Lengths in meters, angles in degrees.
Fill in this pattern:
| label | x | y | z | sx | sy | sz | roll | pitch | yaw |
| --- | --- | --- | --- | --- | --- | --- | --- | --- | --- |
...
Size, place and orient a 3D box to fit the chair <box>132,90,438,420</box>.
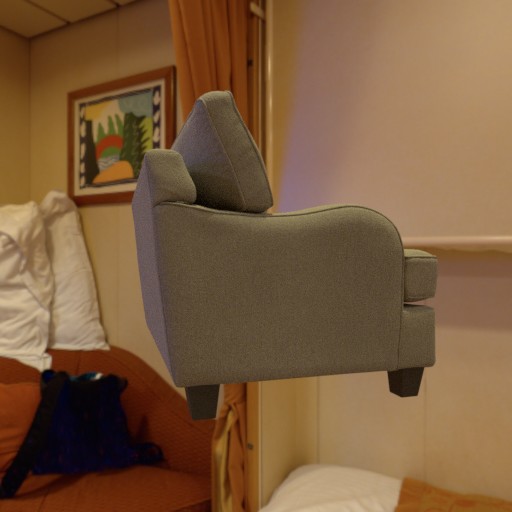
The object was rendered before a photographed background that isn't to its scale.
| label | x | y | z | sx | sy | sz | roll | pitch | yaw |
| --- | --- | --- | --- | --- | --- | --- | --- | --- | --- |
| chair | 0.000 | 0.000 | 1.987 | 1.041 | 1.016 | 1.220 | 0 | 0 | -18 |
